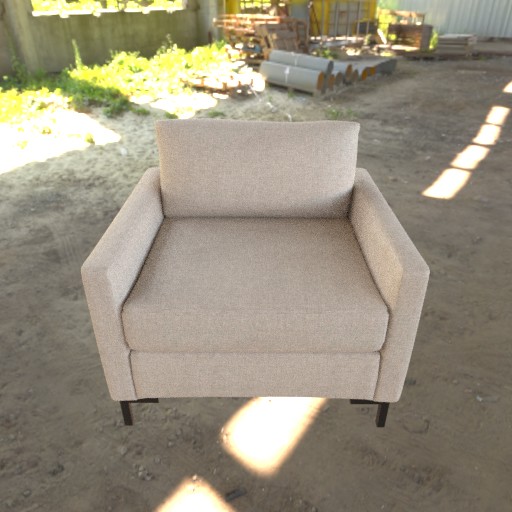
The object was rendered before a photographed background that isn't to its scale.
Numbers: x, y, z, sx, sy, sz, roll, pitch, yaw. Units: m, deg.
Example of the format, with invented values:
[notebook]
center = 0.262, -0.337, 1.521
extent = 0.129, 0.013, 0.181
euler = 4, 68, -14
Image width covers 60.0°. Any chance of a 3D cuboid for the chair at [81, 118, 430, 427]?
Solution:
[chair]
center = 0.000, 0.000, 1.620
extent = 0.963, 0.861, 0.866
euler = 0, 30, 0
